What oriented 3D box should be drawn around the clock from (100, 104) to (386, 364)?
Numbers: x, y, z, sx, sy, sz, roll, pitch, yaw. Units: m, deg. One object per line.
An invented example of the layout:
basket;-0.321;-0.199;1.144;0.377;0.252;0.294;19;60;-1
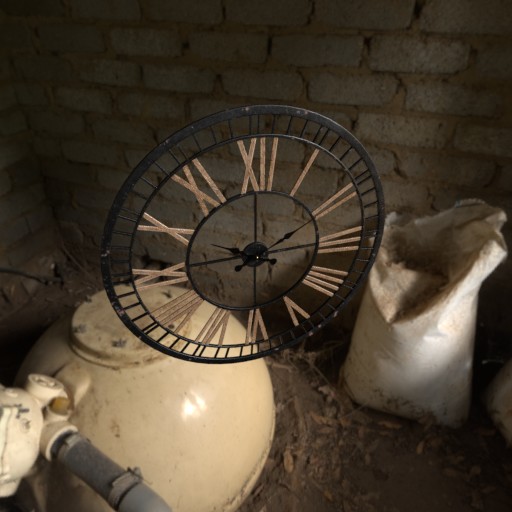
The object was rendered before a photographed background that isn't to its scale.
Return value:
clock;0.000;0.000;1.273;0.843;0.843;0.025;-10;34;-15
